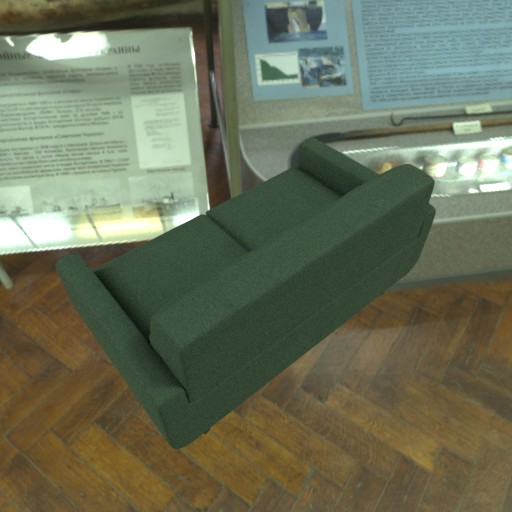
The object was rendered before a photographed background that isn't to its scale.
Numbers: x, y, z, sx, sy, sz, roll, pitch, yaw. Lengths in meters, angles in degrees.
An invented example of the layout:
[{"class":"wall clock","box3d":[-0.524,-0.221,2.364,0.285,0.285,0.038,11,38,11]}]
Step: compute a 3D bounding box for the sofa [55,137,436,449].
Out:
[{"class":"sofa","box3d":[0.000,0.000,2.205,1.631,0.841,0.909,-31,54,-26]}]
